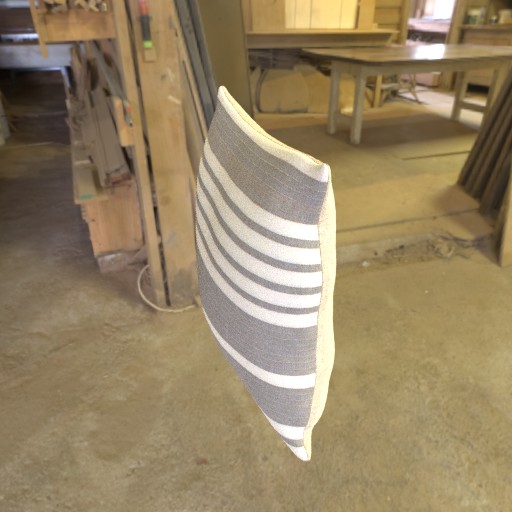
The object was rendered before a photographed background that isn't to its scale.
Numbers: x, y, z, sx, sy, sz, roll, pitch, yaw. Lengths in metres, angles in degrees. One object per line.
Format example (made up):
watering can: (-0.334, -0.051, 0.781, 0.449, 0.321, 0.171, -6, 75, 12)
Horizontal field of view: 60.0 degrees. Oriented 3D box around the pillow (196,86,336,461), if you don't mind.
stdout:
pillow: (0.000, 0.000, 0.689, 0.182, 0.440, 0.439, -9, 31, -15)
